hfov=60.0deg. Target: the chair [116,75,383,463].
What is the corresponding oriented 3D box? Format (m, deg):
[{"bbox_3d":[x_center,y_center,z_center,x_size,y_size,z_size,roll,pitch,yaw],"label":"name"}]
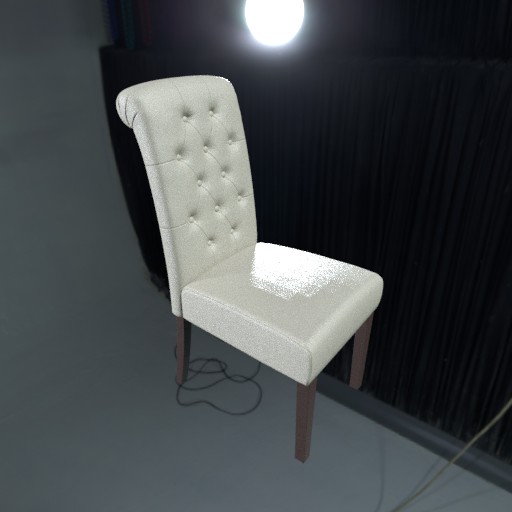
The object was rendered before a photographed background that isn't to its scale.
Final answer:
[{"bbox_3d":[0.000,0.000,1.380,0.671,1.006,0.456,19,33,32],"label":"chair"}]
